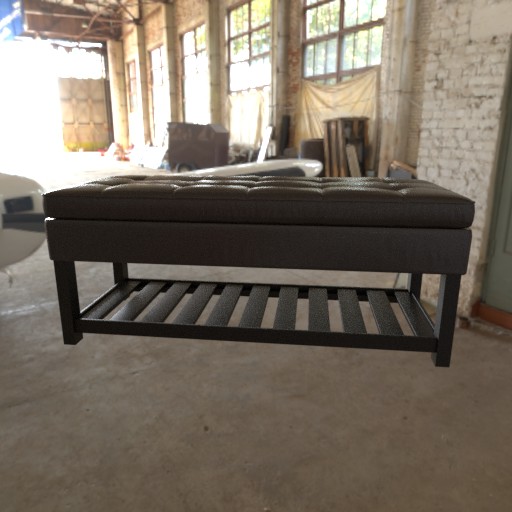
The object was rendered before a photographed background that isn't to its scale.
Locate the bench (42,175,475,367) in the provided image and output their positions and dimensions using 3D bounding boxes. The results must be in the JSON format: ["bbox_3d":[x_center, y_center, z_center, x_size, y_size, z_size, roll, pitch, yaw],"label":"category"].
[{"bbox_3d":[0.000,0.000,1.358,1.105,0.460,0.432,2,16,7],"label":"bench"}]
